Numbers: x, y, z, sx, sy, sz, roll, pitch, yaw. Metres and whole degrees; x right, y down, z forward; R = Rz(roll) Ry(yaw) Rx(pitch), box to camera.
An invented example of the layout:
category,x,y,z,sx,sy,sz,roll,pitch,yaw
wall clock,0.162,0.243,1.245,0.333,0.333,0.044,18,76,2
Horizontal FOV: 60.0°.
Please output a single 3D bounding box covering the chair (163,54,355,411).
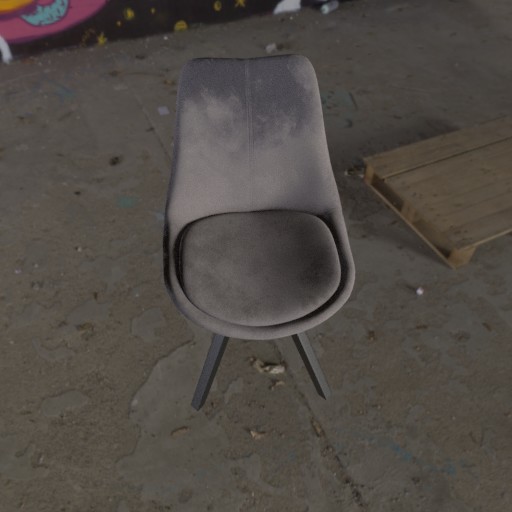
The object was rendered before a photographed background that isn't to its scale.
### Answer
category,x,y,z,sx,sy,sz,roll,pitch,yaw
chair,0.000,0.000,1.192,0.476,0.850,0.550,-4,47,-3
